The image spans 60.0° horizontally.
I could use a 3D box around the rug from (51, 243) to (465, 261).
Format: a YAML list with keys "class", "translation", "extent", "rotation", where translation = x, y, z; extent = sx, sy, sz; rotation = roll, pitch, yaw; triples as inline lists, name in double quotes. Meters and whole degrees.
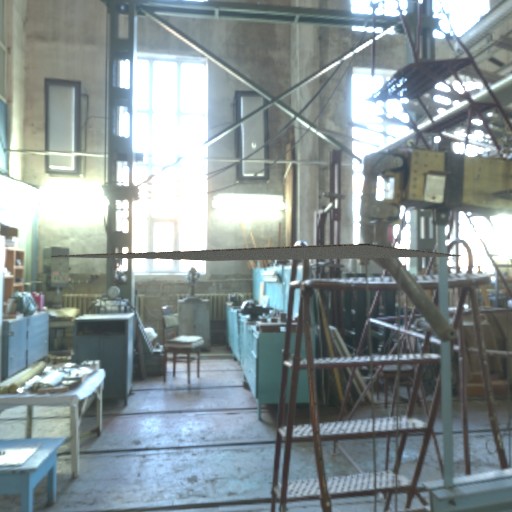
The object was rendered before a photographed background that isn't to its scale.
- class: "rug"
  translation: [0.000, 0.000, 5.383]
  extent: [4.093, 0.020, 2.997]
  rotation: [-1, -2, 37]
